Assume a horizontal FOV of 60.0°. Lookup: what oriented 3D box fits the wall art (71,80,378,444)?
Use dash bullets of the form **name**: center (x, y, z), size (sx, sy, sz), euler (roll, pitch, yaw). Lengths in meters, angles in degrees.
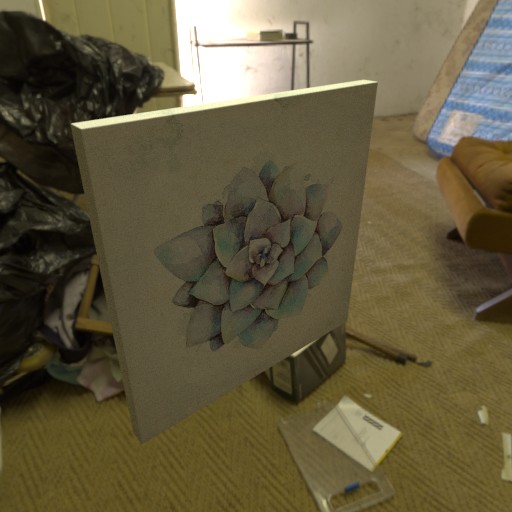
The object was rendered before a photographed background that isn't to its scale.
- **wall art**: center (0.000, 0.000, 0.897), size (0.612, 0.612, 0.040), euler (-22, 36, -34)
